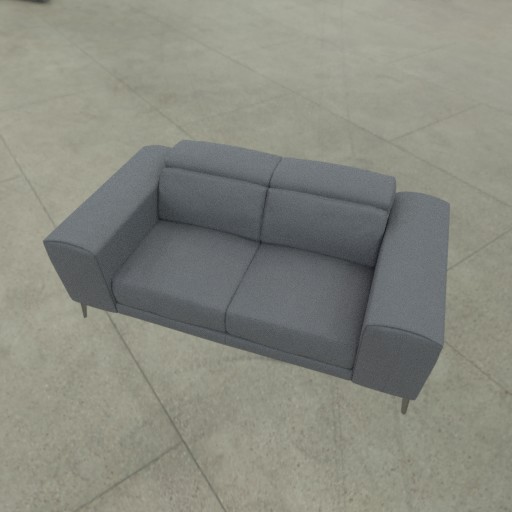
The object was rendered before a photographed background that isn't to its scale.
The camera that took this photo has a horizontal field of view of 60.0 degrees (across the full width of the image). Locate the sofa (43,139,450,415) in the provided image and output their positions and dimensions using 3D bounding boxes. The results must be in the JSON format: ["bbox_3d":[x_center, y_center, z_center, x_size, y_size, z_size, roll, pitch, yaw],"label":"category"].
[{"bbox_3d":[0.000,0.000,2.418,1.895,0.779,1.003,13,44,14],"label":"sofa"}]
